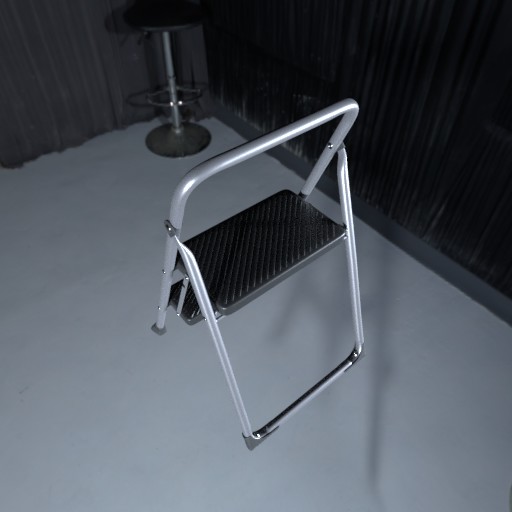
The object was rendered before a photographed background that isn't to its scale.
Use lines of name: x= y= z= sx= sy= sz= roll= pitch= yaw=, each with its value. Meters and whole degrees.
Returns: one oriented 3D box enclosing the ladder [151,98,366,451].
ladder: x=0.000 y=0.000 z=1.019 sx=0.430 sy=0.720 sz=0.472 roll=-31 pitch=54 yaw=-26
